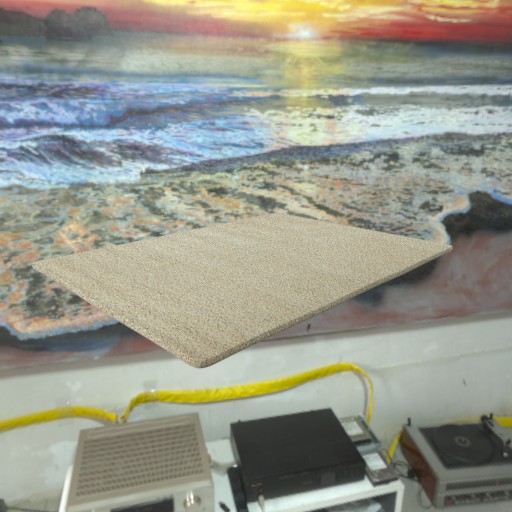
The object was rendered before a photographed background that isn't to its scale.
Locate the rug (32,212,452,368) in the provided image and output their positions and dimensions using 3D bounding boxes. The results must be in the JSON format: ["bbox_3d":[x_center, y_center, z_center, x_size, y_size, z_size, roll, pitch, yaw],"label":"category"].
[{"bbox_3d":[0.000,0.000,2.077,1.600,0.025,1.199,-16,23,-42],"label":"rug"}]
